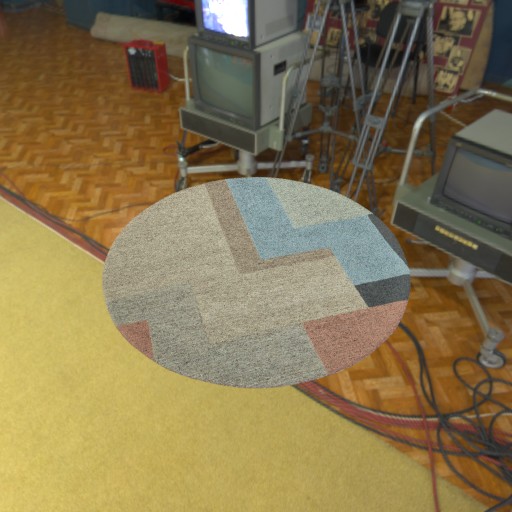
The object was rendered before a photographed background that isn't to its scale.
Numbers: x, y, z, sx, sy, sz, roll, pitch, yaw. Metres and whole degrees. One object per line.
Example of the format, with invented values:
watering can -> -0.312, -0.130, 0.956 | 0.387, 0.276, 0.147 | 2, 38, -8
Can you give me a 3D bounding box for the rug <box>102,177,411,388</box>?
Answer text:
rug -> 0.000, 0.000, 3.650 | 2.461, 0.033, 2.461 | 0, 41, 0
